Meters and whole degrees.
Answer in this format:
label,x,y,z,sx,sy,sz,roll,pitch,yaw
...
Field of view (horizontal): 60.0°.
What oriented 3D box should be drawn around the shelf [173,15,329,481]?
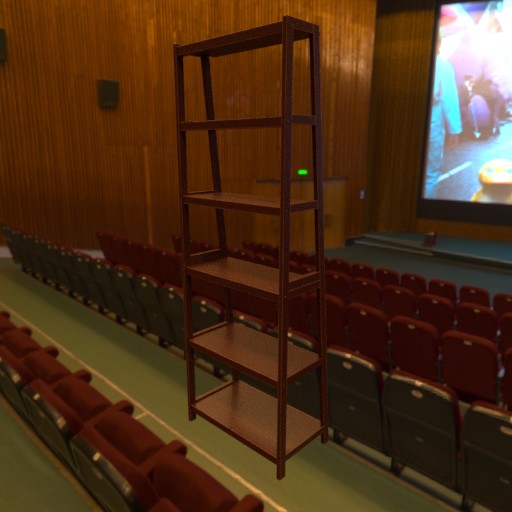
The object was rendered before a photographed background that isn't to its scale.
label,x,y,z,sx,sy,sz,roll,pitch,yaw
shelf,0.000,0.000,2.108,0.660,1.892,0.381,13,19,42
